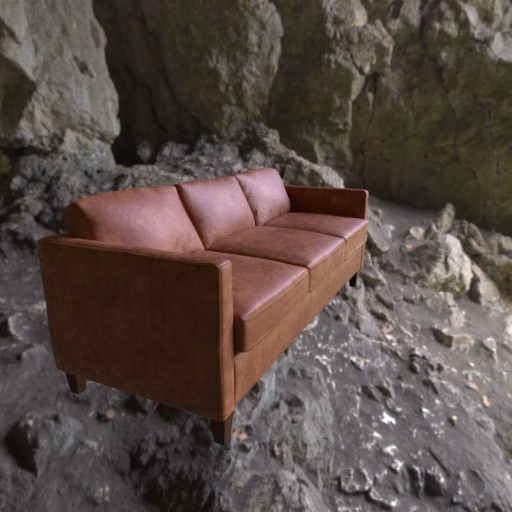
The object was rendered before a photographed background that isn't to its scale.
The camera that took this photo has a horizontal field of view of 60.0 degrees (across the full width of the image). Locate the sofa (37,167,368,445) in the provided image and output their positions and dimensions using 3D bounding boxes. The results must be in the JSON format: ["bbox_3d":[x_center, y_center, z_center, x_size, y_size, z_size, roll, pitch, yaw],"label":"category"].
[{"bbox_3d":[0.000,0.000,2.929,1.045,1.006,2.464,8,17,25],"label":"sofa"}]
